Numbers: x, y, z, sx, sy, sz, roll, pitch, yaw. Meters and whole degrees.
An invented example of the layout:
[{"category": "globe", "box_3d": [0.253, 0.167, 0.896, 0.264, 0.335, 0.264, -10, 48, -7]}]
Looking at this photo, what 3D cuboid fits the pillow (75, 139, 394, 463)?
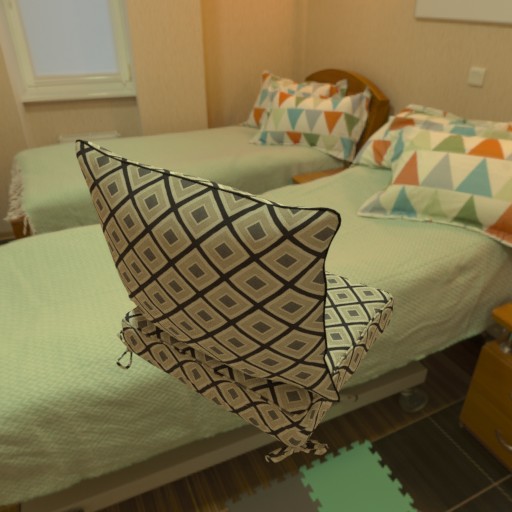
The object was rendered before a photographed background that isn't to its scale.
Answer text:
[{"category": "pillow", "box_3d": [0.000, 0.000, 1.342, 0.798, 0.722, 0.733, 20, 36, 30]}]
